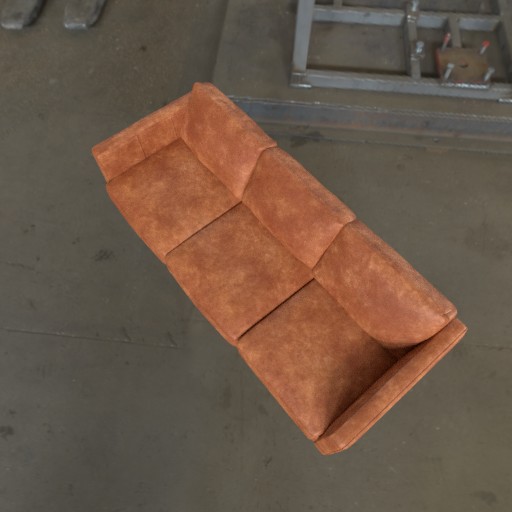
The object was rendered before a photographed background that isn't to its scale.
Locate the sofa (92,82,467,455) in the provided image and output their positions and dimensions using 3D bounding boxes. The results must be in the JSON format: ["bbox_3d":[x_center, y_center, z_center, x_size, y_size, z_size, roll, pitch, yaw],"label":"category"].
[{"bbox_3d":[0.000,0.000,2.987,1.045,1.006,2.464,-36,69,-17],"label":"sofa"}]
